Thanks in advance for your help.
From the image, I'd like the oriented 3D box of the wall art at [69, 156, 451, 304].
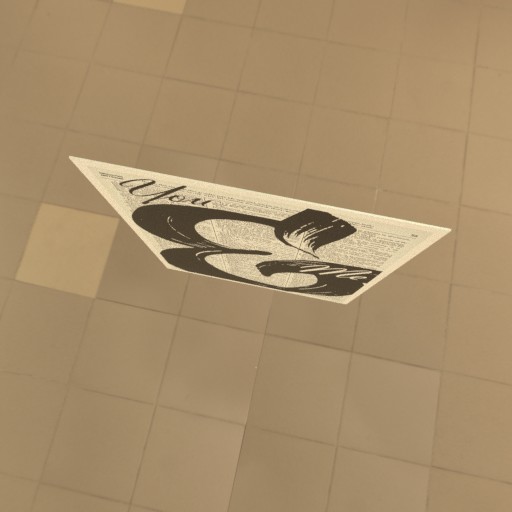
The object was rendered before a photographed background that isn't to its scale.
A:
[{"bbox_3d":[0.000,0.000,0.816,0.457,0.609,0.003,11,76,3],"label":"wall art"}]
